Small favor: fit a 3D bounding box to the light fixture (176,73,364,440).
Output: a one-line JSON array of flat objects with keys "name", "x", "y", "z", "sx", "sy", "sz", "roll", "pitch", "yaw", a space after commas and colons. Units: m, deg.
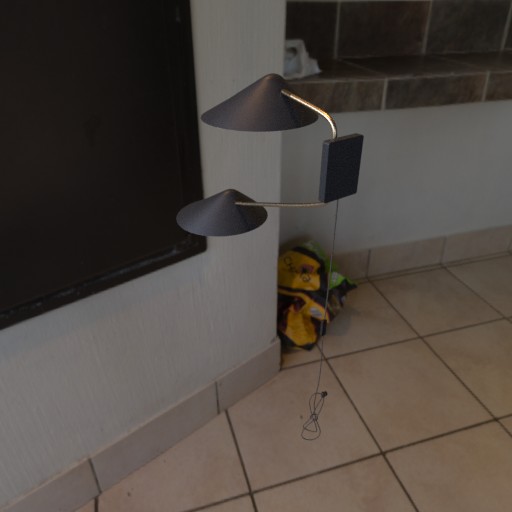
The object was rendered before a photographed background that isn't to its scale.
[{"name": "light fixture", "x": 0.000, "y": 0.000, "z": 0.850, "sx": 0.189, "sy": 0.665, "sz": 0.422, "roll": -20, "pitch": 36, "yaw": -30}]
